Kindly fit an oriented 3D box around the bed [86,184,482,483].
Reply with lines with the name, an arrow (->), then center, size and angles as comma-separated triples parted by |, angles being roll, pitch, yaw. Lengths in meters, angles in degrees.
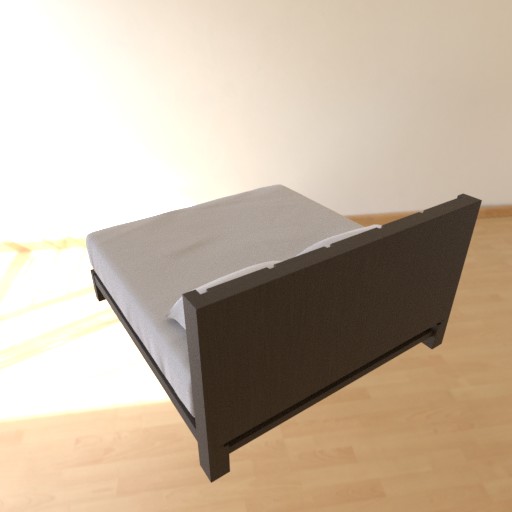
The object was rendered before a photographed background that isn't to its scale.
bed -> 0.000, 0.000, 3.563 | 2.143, 1.261, 2.238 | -19, 36, -29
